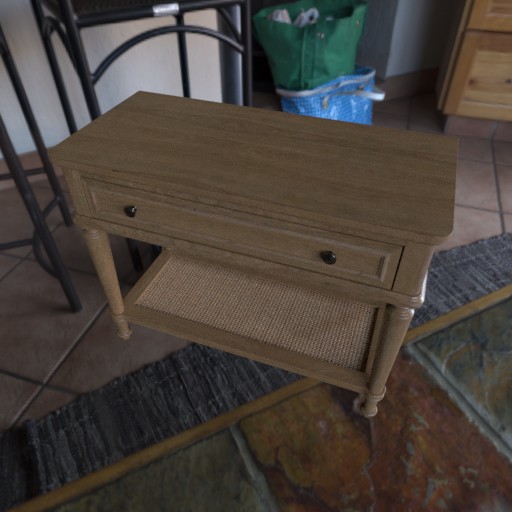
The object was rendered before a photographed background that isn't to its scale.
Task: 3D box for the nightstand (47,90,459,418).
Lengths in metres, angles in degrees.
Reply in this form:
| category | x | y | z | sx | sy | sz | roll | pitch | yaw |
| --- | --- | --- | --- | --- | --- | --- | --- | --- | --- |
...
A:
| category | x | y | z | sx | sy | sz | roll | pitch | yaw |
| --- | --- | --- | --- | --- | --- | --- | --- | --- | --- |
| nightstand | 0.000 | 0.000 | 1.299 | 0.914 | 0.700 | 0.432 | 14 | 43 | 15 |
